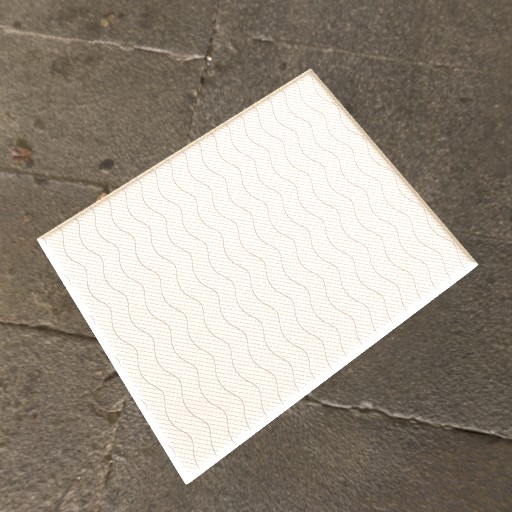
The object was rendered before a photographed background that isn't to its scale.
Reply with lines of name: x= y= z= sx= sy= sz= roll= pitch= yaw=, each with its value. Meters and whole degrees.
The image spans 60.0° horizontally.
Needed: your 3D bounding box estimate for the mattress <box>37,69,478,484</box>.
mattress: x=0.000 y=0.000 z=2.660 sx=2.000 sy=0.230 sz=1.600 roll=-34 pitch=78 yaw=-8
